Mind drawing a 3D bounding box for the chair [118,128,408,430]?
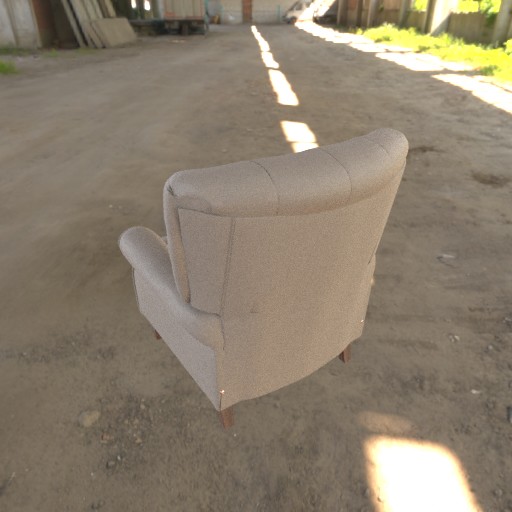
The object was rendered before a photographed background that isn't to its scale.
[{"bbox_3d":[0.000,0.000,1.933,0.999,1.138,1.041,-19,35,-29],"label":"chair"}]
